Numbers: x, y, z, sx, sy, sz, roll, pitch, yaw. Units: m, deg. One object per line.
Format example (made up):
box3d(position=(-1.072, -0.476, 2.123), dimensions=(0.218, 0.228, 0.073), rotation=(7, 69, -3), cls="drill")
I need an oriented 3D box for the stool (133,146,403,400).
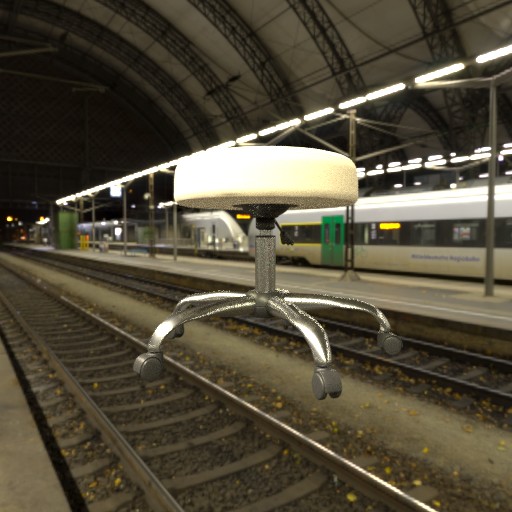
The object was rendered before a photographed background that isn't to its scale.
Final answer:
box3d(position=(0.000, 0.000, 1.086), dimensions=(0.614, 0.482, 0.634), rotation=(2, 3, 35), cls="stool")
